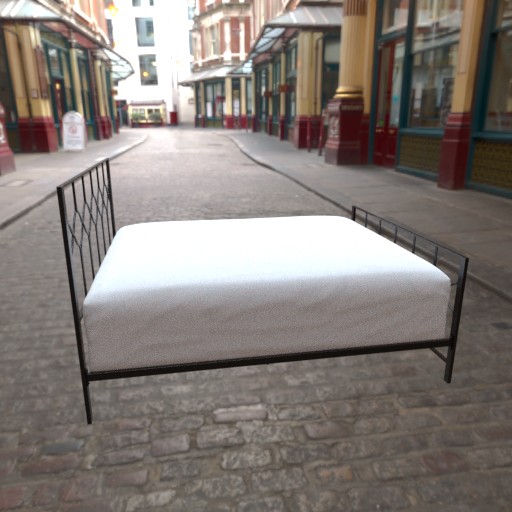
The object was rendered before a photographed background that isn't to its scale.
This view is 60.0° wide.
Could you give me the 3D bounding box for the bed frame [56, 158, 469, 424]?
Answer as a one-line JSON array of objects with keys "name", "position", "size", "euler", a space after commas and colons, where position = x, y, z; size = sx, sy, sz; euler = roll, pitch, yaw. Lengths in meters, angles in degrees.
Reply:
[{"name": "bed frame", "position": [0.000, 0.000, 3.033], "size": [2.063, 1.222, 1.597], "euler": [-3, 17, -10]}]
